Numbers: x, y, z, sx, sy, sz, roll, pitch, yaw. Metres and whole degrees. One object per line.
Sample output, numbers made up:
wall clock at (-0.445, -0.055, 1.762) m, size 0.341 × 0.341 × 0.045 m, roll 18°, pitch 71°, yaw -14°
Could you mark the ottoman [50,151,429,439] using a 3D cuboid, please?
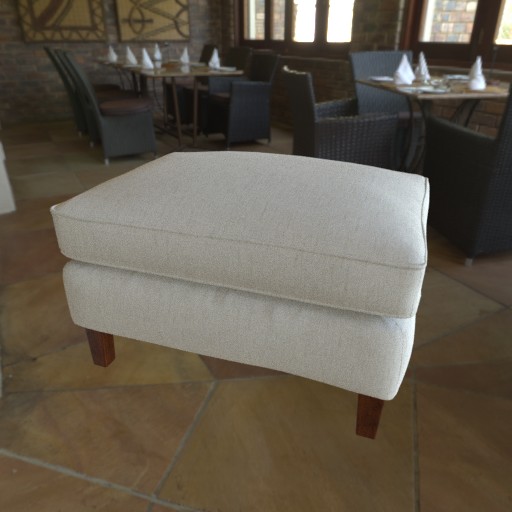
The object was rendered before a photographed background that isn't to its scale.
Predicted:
ottoman at (0.000, 0.000, 0.952) m, size 0.665 × 0.406 × 0.501 m, roll 9°, pitch 28°, yaw 18°
